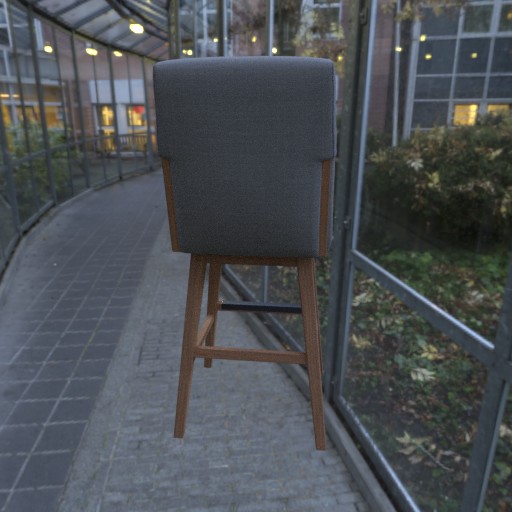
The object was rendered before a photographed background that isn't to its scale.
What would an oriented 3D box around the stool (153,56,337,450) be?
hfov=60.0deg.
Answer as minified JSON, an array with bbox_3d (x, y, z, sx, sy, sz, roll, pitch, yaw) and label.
[{"bbox_3d":[0.000,0.000,1.415,0.483,1.112,0.570,2,18,7],"label":"stool"}]
